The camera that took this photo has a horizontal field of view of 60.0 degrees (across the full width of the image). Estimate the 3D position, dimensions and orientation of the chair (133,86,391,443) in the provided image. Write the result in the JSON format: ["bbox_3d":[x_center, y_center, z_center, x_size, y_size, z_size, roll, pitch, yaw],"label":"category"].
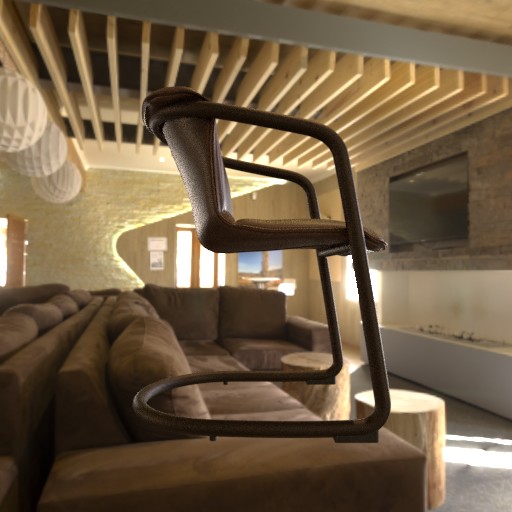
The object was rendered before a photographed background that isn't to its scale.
[{"bbox_3d":[0.000,0.000,1.244,0.664,0.836,0.536,0,-2,-1],"label":"chair"}]
